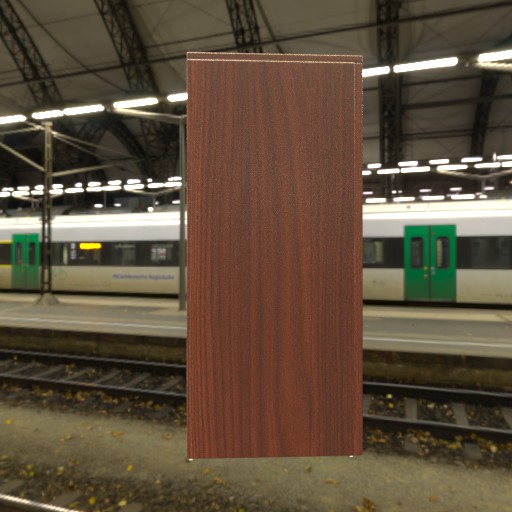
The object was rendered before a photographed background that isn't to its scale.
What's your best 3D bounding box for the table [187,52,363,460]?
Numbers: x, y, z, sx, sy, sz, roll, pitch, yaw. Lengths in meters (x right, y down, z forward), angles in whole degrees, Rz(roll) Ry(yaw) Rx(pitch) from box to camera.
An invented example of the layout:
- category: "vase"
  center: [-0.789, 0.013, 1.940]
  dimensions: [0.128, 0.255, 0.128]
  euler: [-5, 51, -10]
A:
- category: "table"
  center: [0.000, 0.000, 1.328]
  dimensions: [0.380, 0.790, 0.930]
  euler: [0, 0, -3]
